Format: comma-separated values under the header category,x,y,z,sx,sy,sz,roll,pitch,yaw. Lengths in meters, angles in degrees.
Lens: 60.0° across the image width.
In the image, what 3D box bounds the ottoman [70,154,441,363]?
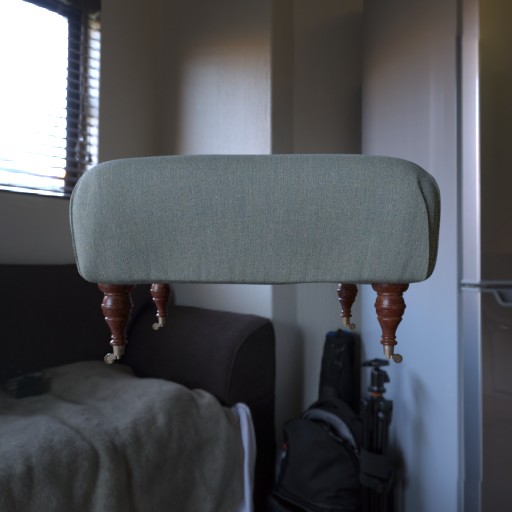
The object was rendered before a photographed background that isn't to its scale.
category,x,y,z,sx,sy,sz,roll,pitch,yaw
ottoman,0.000,0.000,1.136,0.747,0.450,0.622,0,0,0
